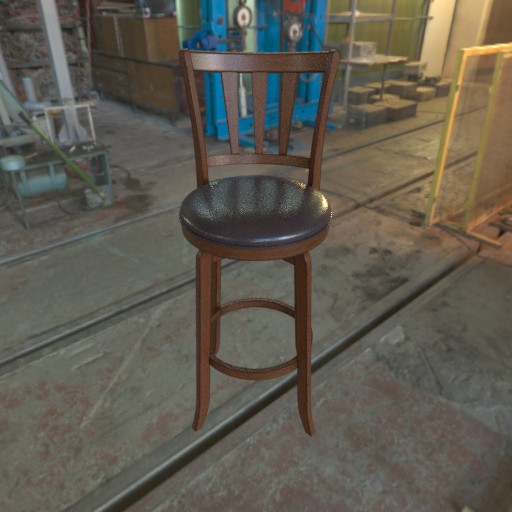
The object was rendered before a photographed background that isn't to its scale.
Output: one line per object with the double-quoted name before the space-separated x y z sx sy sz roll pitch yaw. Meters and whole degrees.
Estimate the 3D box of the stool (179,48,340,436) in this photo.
"stool" 0.000 0.000 1.422 0.464 1.177 0.503 1 30 2
